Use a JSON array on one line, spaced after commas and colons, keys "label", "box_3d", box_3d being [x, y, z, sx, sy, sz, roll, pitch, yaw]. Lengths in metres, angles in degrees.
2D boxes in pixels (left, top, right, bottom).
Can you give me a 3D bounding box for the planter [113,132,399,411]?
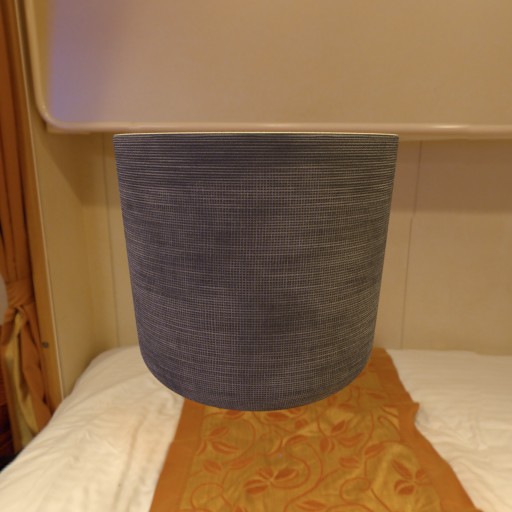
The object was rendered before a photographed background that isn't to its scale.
[{"label": "planter", "box_3d": [0.000, 0.000, 0.762, 0.440, 0.398, 0.440, 0, 14, 0]}]
